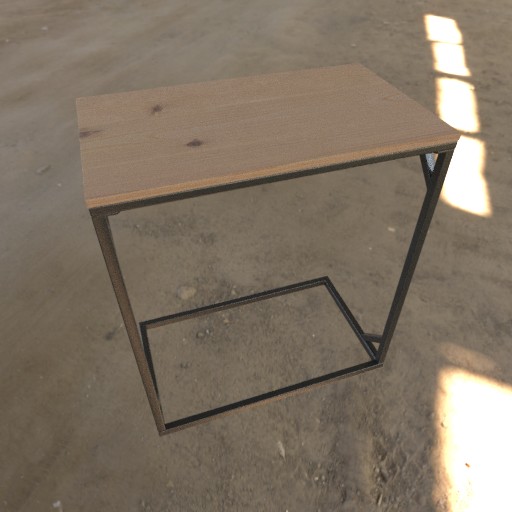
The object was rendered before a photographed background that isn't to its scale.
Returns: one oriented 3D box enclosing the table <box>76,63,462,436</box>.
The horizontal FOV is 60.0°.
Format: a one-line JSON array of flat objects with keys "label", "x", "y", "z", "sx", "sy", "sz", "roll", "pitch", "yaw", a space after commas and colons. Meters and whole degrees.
[{"label": "table", "x": 0.000, "y": 0.000, "z": 1.007, "sx": 0.597, "sy": 0.673, "sz": 0.351, "roll": -13, "pitch": 44, "yaw": -14}]
